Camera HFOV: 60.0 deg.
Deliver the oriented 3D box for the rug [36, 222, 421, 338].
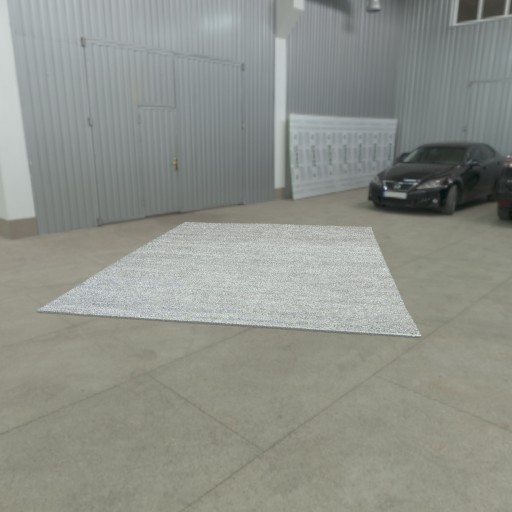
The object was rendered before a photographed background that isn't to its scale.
[{"bbox_3d":[0.000,0.000,4.242,2.434,0.045,3.202,2,15,9],"label":"rug"}]
